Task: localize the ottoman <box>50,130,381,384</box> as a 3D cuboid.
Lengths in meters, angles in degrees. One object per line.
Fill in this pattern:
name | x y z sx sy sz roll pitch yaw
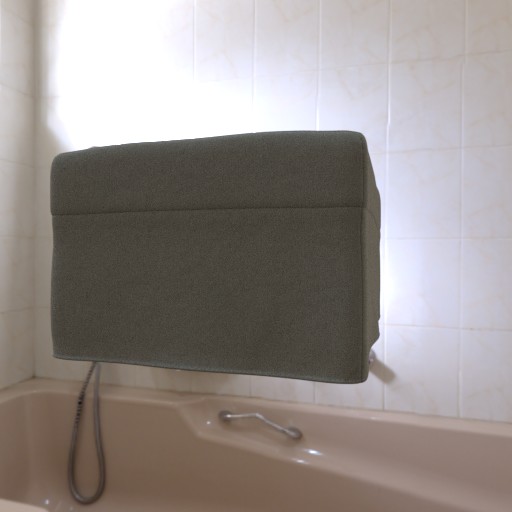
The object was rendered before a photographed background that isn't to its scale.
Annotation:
ottoman | 0.000 0.000 1.205 0.648 0.461 0.833 0 1 17
